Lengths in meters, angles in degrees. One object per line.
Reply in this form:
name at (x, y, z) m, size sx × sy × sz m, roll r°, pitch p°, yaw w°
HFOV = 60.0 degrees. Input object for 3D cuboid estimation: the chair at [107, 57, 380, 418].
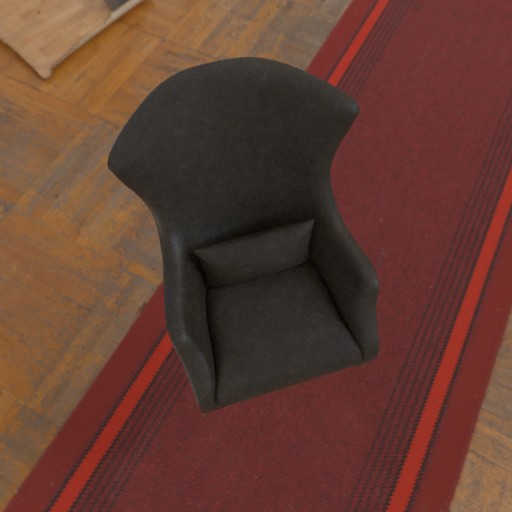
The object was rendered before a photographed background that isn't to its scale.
chair at (0.000, 0.000, 1.732) m, size 0.819 × 1.068 × 0.954 m, roll -15°, pitch 64°, yaw -7°
